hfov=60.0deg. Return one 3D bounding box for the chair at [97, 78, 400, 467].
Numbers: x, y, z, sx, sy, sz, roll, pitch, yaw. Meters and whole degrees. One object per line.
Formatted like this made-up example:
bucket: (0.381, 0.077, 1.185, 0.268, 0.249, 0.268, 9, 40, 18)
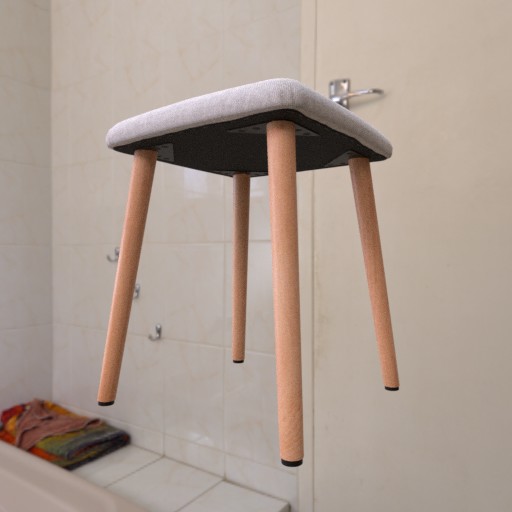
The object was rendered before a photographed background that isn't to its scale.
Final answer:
chair: (0.000, 0.000, 0.697, 0.350, 0.440, 0.350, 0, 0, 36)
